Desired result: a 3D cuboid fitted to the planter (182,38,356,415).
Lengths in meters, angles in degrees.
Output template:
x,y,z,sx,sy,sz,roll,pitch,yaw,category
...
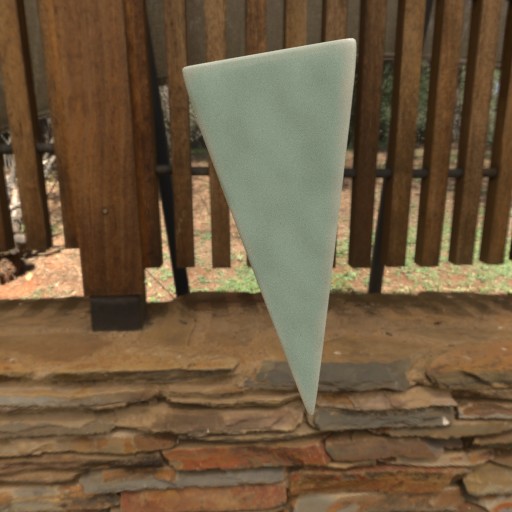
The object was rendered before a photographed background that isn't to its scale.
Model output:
x,y,z,sx,sy,sz,roll,pitch,yaw,category
0.000,0.000,0.213,0.064,0.178,0.080,-2,13,-9,planter
